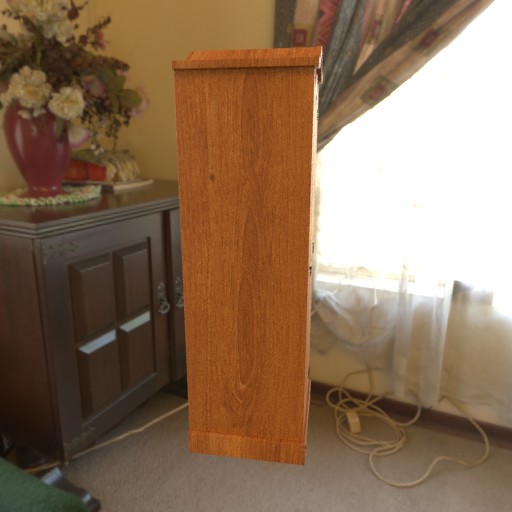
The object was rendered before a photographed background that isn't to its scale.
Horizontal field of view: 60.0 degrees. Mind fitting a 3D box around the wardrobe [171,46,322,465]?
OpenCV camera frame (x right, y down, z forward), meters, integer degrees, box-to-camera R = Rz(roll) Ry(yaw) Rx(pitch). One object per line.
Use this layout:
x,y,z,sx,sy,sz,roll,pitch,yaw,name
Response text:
0.000,0.000,2.177,0.570,1.870,0.590,2,15,9,wardrobe
